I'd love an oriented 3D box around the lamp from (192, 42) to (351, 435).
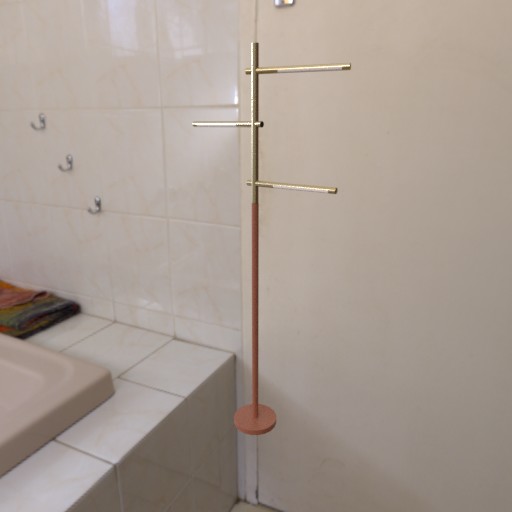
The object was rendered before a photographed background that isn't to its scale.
[{"bbox_3d":[0.000,0.000,1.943,0.737,1.704,0.209,9,19,27],"label":"lamp"}]
